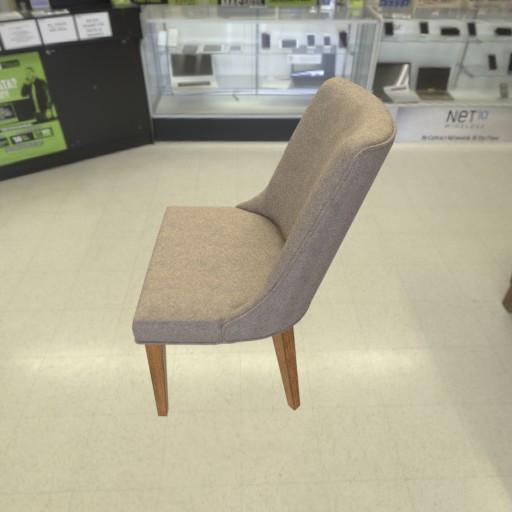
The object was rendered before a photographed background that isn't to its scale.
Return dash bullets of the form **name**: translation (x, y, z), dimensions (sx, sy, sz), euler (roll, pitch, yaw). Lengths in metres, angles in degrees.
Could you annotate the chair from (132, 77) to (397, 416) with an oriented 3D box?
- **chair**: translation (0.000, 0.000, 1.315), dimensions (0.636, 0.916, 0.548), euler (0, 40, 0)
